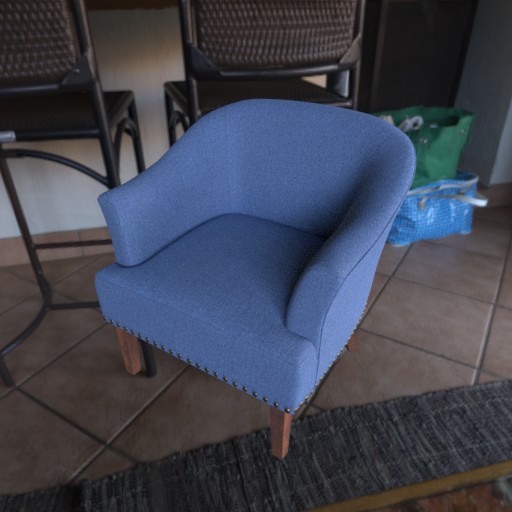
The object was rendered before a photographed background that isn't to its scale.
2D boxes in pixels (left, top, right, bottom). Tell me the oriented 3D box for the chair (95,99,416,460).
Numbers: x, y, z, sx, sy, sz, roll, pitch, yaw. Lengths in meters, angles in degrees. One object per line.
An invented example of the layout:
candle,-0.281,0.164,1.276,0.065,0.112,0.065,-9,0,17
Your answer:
chair,0.000,0.000,1.387,0.798,0.815,0.704,18,35,28
